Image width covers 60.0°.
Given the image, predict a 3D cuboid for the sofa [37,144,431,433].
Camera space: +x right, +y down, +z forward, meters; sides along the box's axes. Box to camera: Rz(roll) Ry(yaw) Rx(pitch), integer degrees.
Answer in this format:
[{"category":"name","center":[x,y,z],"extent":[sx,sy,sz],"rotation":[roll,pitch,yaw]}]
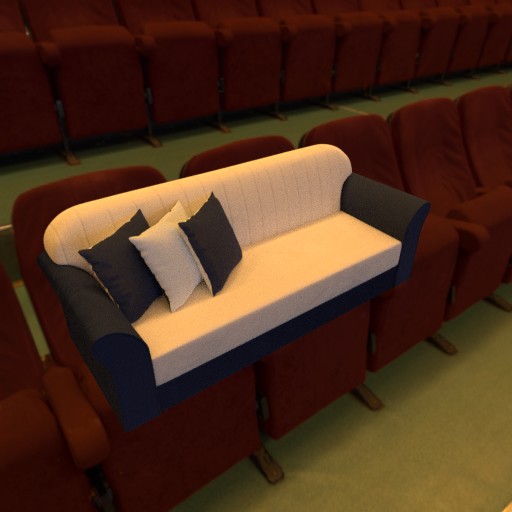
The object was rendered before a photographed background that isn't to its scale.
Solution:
[{"category":"sofa","center":[0.000,0.000,2.412],"extent":[2.006,0.789,0.749],"rotation":[-21,37,-31]}]
